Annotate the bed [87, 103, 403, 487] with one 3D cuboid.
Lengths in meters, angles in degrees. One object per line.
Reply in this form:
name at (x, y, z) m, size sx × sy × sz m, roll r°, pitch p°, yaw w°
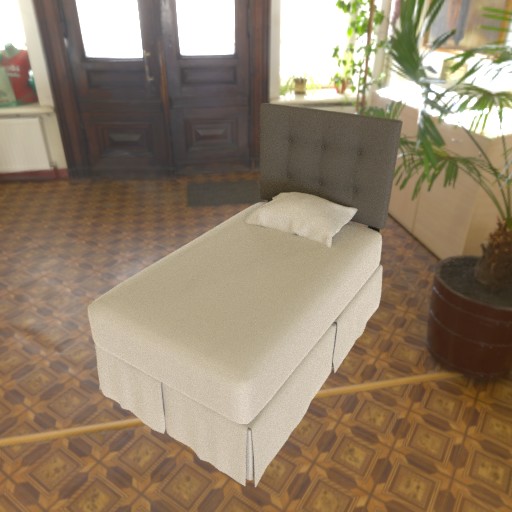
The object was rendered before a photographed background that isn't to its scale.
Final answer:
bed at (0.000, 0.000, 2.985) m, size 1.261 × 1.571 × 1.997 m, roll 18°, pitch 34°, yaw 29°
